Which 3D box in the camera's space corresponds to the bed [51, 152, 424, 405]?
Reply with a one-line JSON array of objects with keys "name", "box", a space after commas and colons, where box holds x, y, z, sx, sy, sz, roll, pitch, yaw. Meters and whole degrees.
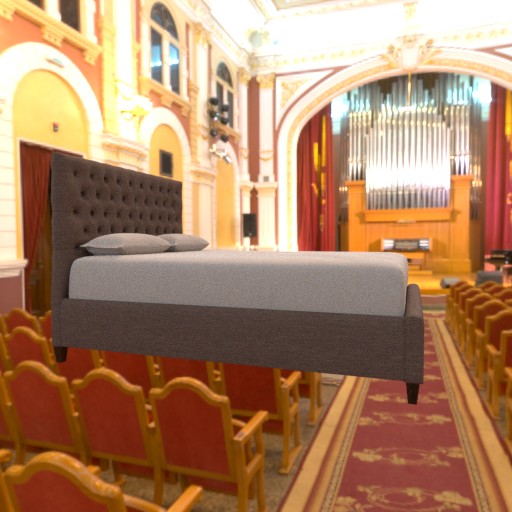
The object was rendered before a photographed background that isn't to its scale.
[{"name": "bed", "box": [0.000, 0.000, 3.391, 2.387, 1.427, 1.698, 1, 3, 19]}]
